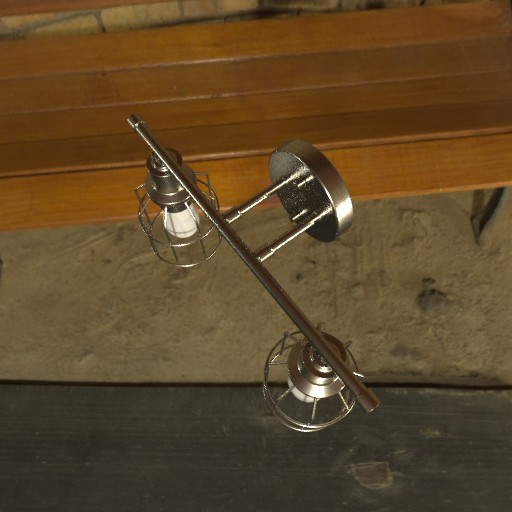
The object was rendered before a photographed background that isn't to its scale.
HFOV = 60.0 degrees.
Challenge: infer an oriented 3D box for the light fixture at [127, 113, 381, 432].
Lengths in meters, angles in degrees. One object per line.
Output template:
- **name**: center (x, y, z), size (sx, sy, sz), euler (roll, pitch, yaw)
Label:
- **light fixture**: center (0.000, 0.000, 0.522), size (0.165, 0.254, 0.406), euler (-35, 70, -15)
